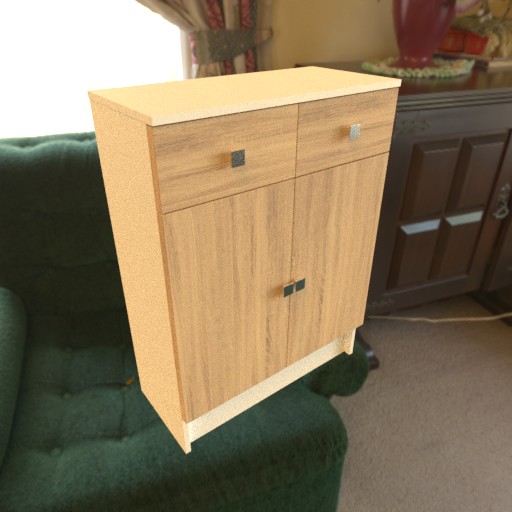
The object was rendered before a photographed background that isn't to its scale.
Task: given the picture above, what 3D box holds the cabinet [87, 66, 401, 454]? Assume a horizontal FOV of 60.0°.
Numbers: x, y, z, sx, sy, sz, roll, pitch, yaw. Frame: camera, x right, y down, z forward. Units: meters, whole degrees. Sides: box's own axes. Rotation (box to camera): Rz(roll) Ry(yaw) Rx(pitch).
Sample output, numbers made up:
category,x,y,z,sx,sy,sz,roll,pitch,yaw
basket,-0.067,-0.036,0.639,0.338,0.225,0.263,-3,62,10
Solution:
category,x,y,z,sx,sy,sz,roll,pitch,yaw
cabinet,0.000,0.000,1.118,0.600,0.815,0.296,-21,36,-32
